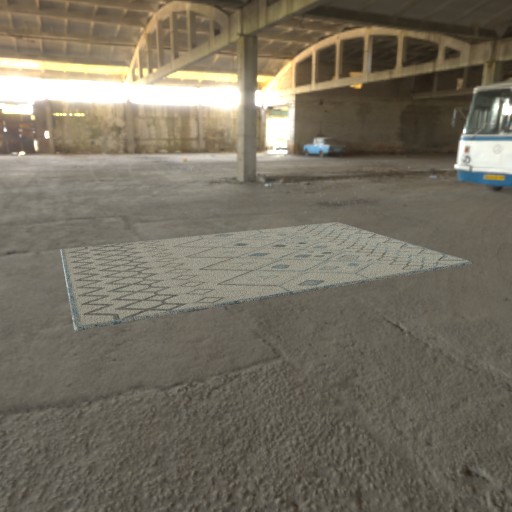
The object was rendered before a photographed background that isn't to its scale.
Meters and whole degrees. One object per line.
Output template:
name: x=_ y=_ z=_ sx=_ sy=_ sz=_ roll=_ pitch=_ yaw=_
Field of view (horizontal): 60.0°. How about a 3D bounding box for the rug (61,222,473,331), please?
rug: x=0.000 y=0.000 z=3.071 sx=2.439 sy=0.015 sz=1.524 roll=-7 pitch=17 yaw=-24
